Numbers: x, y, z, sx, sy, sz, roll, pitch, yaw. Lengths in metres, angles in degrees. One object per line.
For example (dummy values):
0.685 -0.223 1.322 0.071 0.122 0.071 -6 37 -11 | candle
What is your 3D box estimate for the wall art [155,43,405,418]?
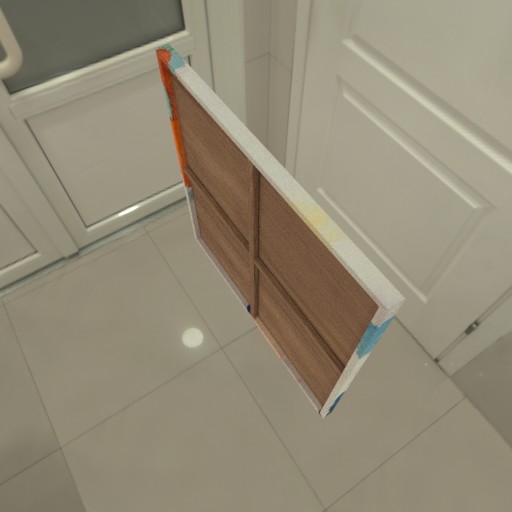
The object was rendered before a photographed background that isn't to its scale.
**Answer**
0.000 0.000 1.225 0.037 0.814 0.814 -29 63 -17 | wall art
